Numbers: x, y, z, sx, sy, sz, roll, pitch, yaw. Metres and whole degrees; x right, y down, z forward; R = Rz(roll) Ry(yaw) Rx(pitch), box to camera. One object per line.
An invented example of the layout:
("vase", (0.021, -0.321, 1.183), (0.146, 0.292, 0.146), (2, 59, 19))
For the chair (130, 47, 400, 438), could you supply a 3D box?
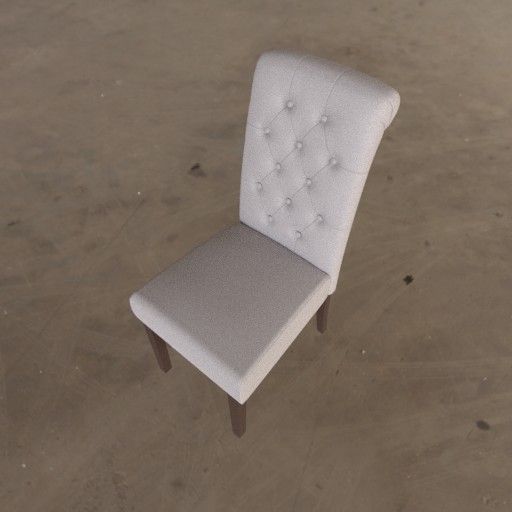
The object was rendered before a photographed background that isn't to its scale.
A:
("chair", (0.000, 0.000, 1.368), (0.456, 1.006, 0.671), (32, 56, 26))
